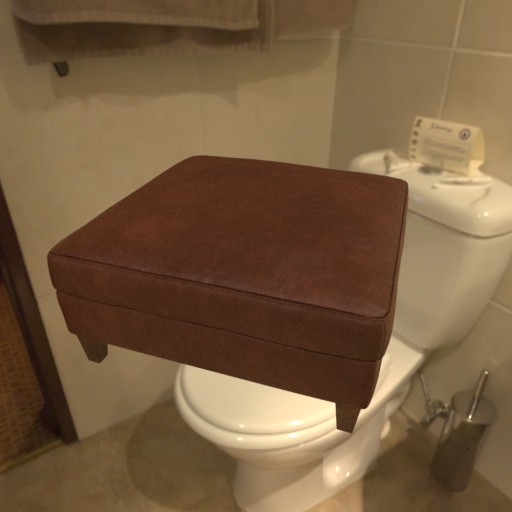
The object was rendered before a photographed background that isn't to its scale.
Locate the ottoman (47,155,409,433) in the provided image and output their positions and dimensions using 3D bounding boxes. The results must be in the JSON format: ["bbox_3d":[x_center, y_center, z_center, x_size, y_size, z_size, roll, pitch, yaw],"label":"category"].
[{"bbox_3d":[0.000,0.000,1.359,0.836,0.415,0.844,10,32,16],"label":"ottoman"}]
